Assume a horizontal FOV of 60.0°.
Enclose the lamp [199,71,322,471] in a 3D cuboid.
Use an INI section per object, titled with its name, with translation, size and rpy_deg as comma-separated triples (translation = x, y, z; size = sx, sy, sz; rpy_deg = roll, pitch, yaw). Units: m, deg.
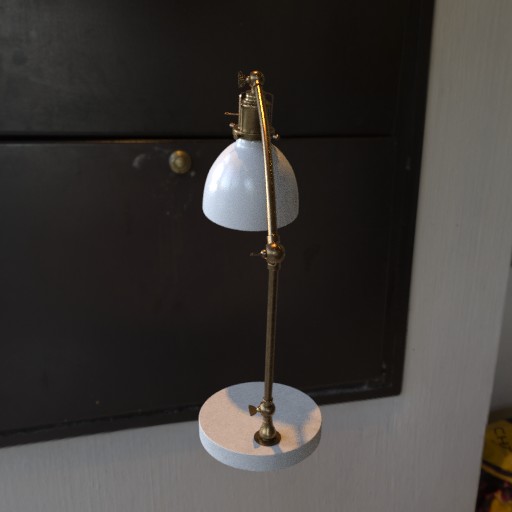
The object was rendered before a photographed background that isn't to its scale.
[lamp]
translation = 0.000, 0.000, 0.661
size = 0.186, 0.522, 0.317
rpy_deg = -2, 14, -8
